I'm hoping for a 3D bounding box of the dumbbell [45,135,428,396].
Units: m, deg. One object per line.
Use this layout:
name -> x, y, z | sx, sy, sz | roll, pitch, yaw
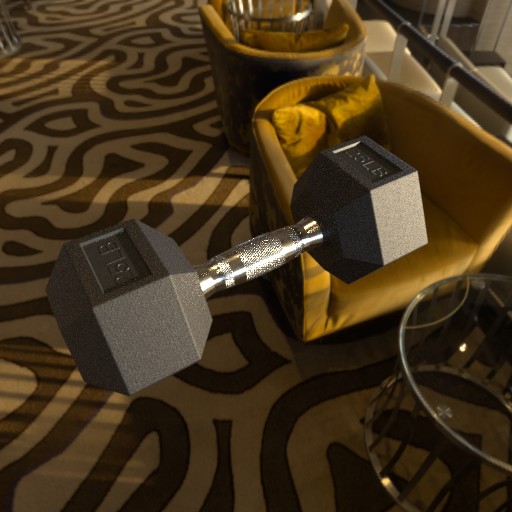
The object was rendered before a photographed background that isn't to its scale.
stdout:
dumbbell -> 0.000, 0.000, 0.374 | 0.315, 0.113, 0.129 | -24, 50, -21
